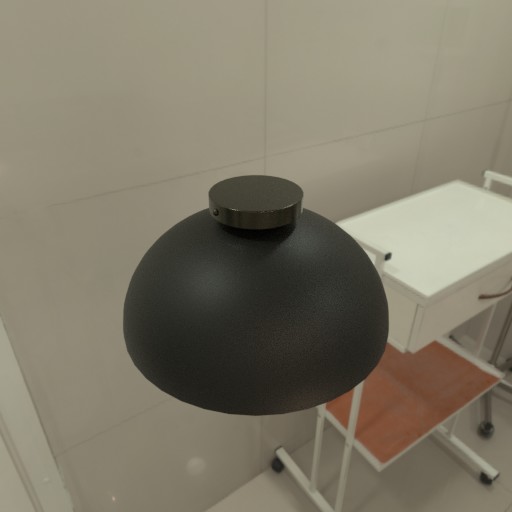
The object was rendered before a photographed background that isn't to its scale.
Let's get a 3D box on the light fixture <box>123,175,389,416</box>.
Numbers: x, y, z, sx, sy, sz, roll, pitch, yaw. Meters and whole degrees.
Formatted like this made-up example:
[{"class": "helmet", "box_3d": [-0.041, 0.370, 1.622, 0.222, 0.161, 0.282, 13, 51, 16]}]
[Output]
[{"class": "light fixture", "box_3d": [0.000, 0.000, 0.569, 0.355, 0.177, 0.355, 0, 31, 0]}]
